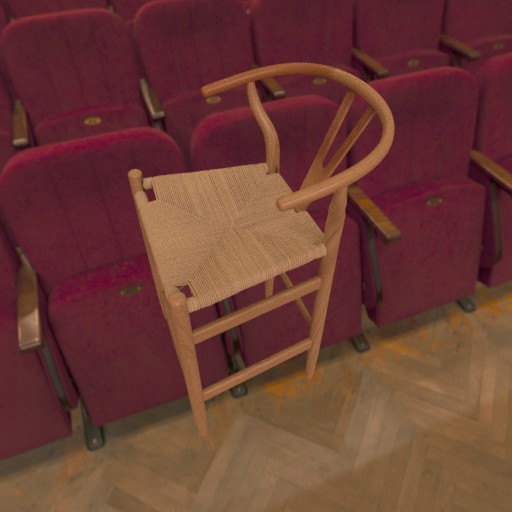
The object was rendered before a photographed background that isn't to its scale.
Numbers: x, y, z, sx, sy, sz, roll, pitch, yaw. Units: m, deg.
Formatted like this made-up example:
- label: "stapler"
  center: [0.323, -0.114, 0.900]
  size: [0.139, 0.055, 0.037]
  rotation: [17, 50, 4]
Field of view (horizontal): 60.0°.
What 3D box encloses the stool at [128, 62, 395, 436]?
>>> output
- label: "stool"
  center: [0.000, 0.000, 1.282]
  size: [0.575, 0.923, 0.536]
  rotation: [-15, 47, -15]
